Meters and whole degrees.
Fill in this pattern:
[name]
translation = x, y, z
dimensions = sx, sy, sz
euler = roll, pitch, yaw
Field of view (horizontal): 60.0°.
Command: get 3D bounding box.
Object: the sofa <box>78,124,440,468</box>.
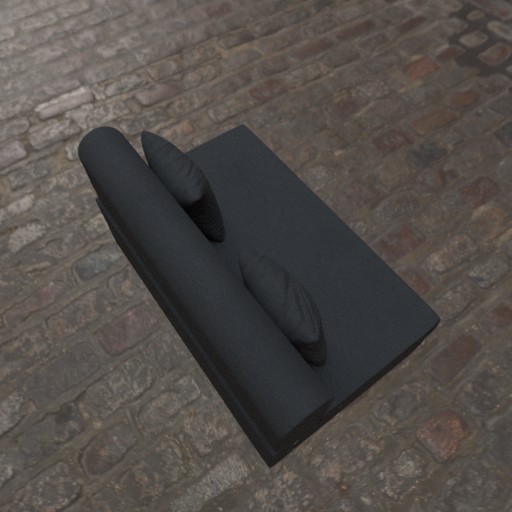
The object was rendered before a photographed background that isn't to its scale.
[sofa]
translation = 0.000, 0.000, 1.702
dimensions = 0.762, 0.670, 1.225
euler = -32, 64, -18
